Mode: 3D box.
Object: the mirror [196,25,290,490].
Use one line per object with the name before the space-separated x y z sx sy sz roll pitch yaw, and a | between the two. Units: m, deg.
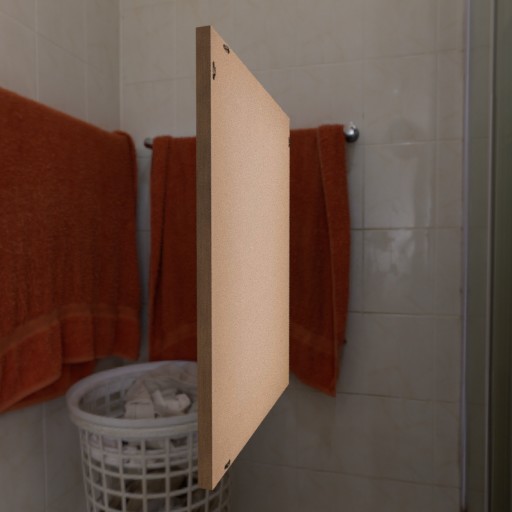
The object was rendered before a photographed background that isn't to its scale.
mirror | 0.000 0.000 1.335 0.040 1.016 0.762 1 2 17
